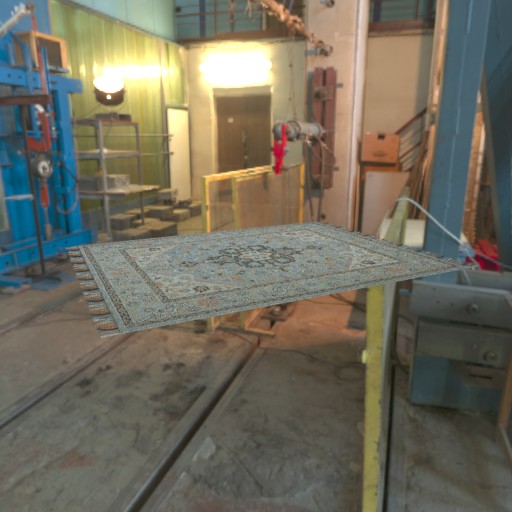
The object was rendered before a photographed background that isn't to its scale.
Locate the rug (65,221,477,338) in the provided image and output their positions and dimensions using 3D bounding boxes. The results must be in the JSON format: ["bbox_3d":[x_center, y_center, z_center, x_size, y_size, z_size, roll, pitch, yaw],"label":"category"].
[{"bbox_3d":[0.000,0.000,4.242,3.221,0.011,2.379,-8,17,-26],"label":"rug"}]
